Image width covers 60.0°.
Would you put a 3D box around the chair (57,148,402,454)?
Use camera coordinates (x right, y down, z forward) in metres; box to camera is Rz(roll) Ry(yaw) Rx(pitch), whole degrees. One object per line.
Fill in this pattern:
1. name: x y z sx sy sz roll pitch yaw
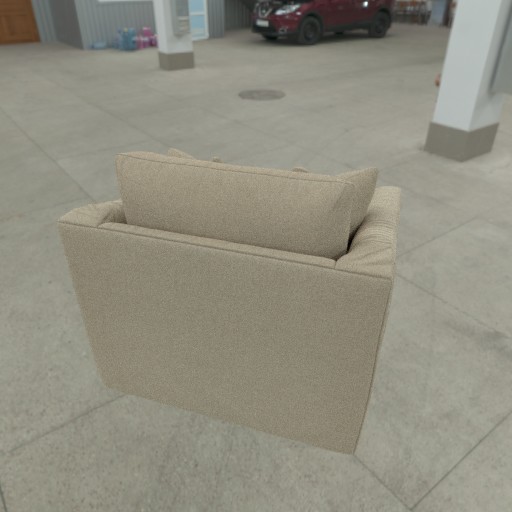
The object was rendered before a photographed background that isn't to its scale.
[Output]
1. chair: 0.000 0.000 2.022 1.194 1.093 1.071 10 34 15
